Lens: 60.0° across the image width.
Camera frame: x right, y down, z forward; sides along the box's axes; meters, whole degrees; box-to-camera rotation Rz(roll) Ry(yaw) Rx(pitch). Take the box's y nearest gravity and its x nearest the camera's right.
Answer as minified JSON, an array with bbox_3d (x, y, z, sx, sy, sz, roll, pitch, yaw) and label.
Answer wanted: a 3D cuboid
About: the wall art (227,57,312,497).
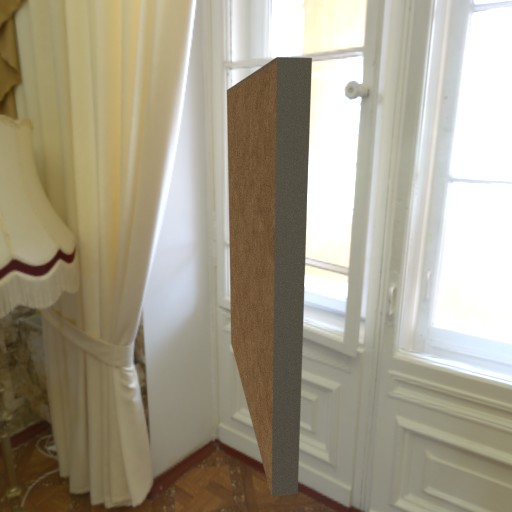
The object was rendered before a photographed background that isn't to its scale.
[{"bbox_3d":[0.000,0.000,0.744,0.037,0.554,0.453,-3,17,-10],"label":"wall art"}]
